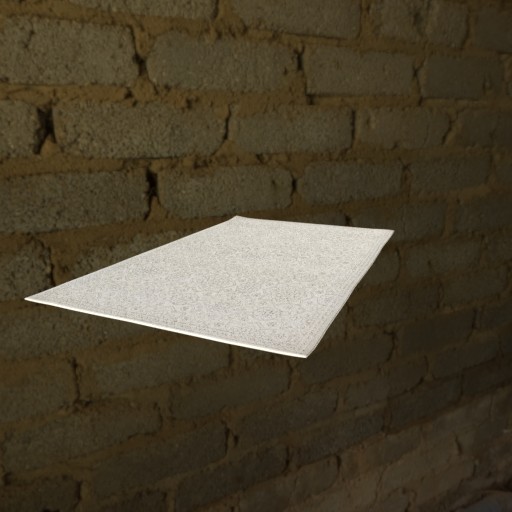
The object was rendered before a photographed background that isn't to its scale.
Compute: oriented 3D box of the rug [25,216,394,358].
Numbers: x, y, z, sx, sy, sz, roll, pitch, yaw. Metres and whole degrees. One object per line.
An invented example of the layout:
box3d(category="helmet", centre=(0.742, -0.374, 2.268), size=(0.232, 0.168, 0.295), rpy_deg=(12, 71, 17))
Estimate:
box3d(category="rug", centre=(0.000, 0.000, 2.424), size=(1.214, 0.023, 1.947), rpy_deg=(7, 17, 23))
